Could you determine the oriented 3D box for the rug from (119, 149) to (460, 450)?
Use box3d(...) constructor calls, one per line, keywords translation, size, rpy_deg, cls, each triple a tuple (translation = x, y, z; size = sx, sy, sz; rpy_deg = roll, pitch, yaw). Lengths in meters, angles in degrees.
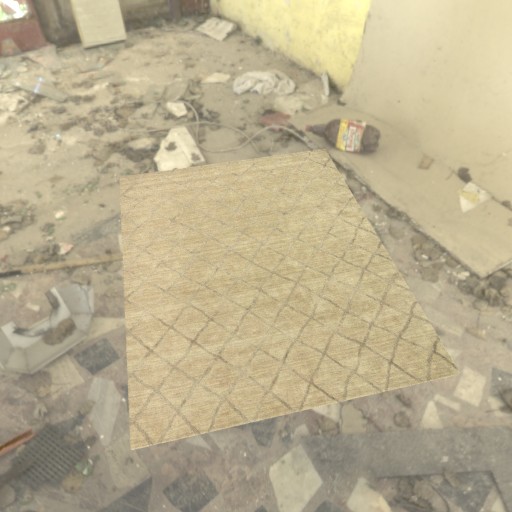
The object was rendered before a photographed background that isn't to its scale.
box3d(translation=(0.000, 0.000, 4.130), size=(2.420, 0.019, 3.038), rpy_deg=(-10, 48, -9), cls="rug")
